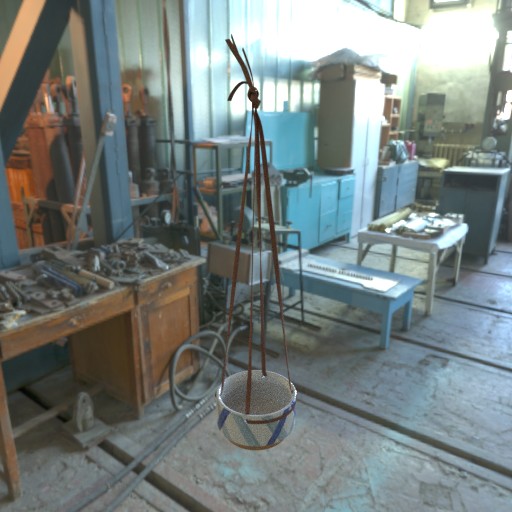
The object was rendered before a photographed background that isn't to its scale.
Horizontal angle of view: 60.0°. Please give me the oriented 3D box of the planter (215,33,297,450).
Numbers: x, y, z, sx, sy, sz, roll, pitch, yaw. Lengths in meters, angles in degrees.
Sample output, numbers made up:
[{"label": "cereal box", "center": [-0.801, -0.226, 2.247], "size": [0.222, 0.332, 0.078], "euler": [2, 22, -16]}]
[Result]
[{"label": "planter", "center": [0.000, 0.000, 0.814], "size": [0.166, 0.751, 0.166], "euler": [-2, 17, -8]}]
